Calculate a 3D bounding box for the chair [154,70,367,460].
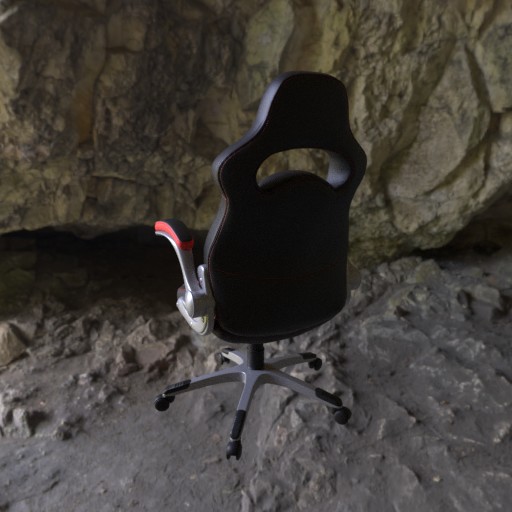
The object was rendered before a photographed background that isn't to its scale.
[{"bbox_3d":[0.000,0.000,1.606,0.758,1.165,0.712,-7,16,-26],"label":"chair"}]
